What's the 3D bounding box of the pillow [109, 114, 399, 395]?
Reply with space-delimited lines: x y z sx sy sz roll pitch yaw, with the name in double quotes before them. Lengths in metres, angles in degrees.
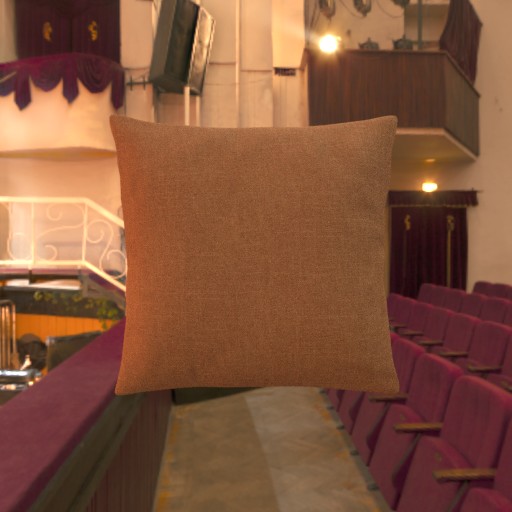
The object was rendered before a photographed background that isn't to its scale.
"pillow" 0.000 0.000 0.802 0.523 0.506 0.166 0 1 0
